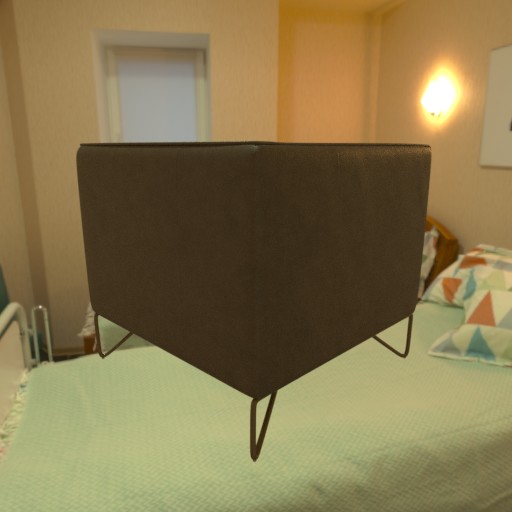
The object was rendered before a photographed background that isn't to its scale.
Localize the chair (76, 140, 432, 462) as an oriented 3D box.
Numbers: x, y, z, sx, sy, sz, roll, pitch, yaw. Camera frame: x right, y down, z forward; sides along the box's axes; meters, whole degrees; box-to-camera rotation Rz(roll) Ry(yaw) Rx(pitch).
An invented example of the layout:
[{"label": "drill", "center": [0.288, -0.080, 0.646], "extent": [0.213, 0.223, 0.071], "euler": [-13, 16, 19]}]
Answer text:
[{"label": "chair", "center": [0.000, 0.000, 1.594], "extent": [0.880, 0.790, 0.894], "euler": [13, 19, 43]}]
